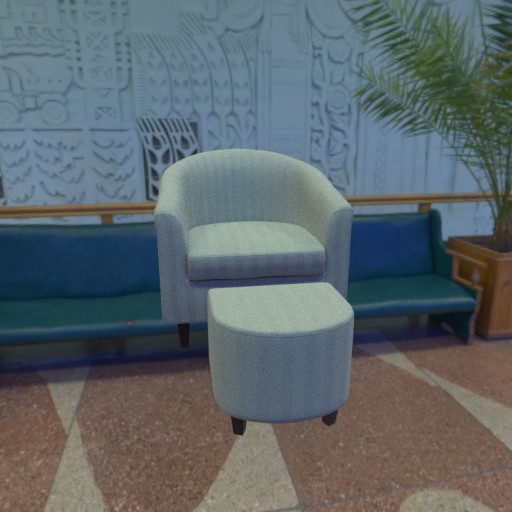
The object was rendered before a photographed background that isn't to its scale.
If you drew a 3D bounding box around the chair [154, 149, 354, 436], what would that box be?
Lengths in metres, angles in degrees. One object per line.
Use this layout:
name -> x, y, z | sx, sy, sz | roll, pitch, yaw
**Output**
chair -> 0.000, 0.000, 1.732 | 0.756, 0.757, 1.288 | -3, 17, -9
